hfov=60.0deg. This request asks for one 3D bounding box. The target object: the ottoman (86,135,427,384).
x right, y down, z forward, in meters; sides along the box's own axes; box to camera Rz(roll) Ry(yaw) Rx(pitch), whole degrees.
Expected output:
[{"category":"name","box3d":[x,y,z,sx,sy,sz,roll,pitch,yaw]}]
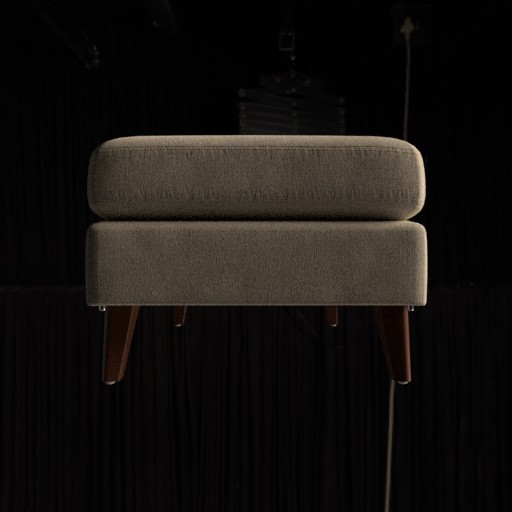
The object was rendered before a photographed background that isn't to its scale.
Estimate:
[{"category":"ottoman","box3d":[0.000,0.000,1.179,0.610,0.478,0.823,0,-1,0]}]
